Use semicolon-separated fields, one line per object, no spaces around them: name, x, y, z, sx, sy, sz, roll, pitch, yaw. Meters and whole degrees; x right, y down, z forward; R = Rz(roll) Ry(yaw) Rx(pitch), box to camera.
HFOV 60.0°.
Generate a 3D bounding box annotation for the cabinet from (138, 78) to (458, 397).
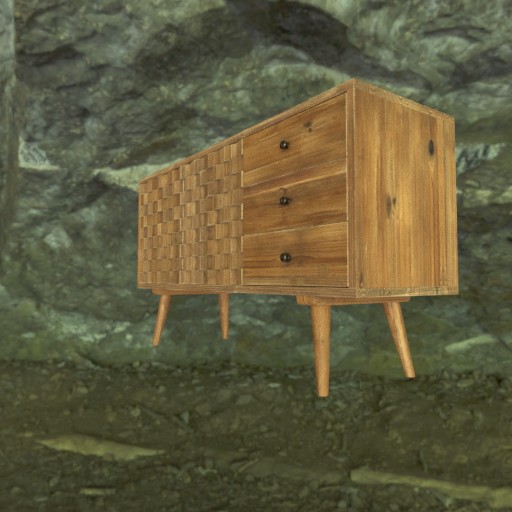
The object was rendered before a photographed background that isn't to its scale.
cabinet;0.000;0.000;1.751;0.472;0.800;1.400;2;-4;-36
